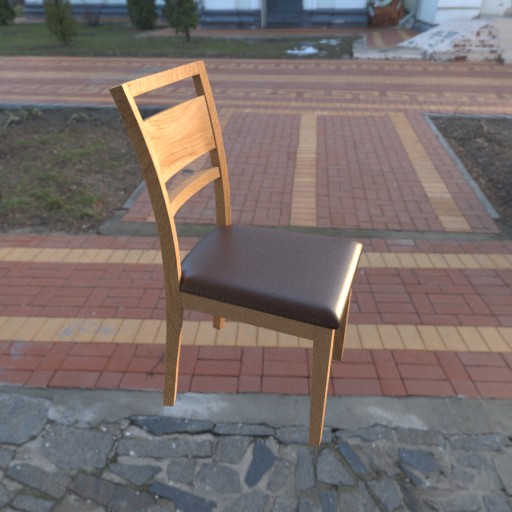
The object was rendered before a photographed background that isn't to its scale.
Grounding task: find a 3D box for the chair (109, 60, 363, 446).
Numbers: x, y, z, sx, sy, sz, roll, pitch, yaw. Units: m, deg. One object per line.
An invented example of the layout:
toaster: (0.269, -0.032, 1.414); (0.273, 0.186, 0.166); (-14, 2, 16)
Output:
chair: (0.000, 0.000, 1.235); (0.545, 0.940, 0.420); (10, 32, 16)
